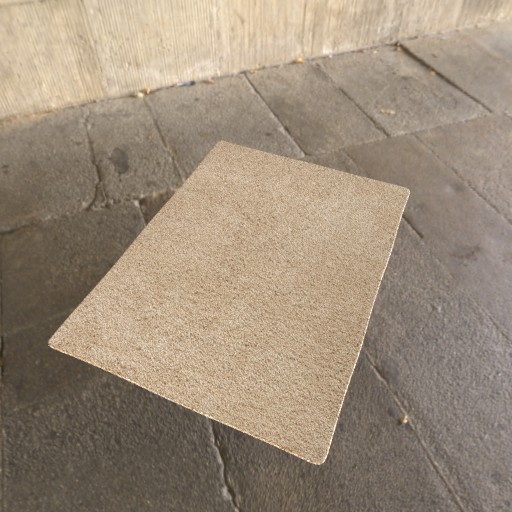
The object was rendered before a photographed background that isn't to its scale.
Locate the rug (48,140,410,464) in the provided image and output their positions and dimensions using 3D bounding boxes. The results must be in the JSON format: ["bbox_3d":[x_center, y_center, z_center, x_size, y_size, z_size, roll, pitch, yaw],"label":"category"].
[{"bbox_3d":[0.000,0.000,2.166,1.199,0.025,1.600,18,51,15],"label":"rug"}]
